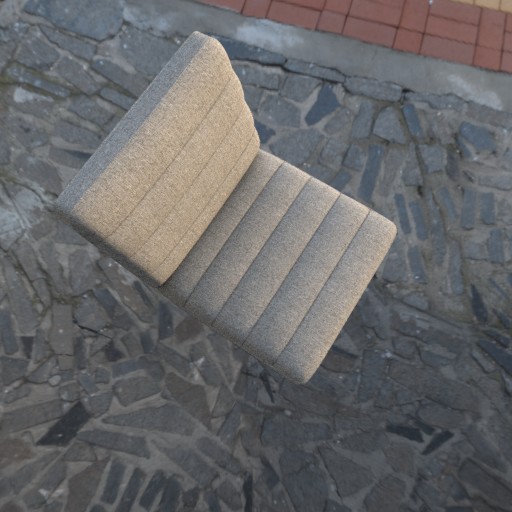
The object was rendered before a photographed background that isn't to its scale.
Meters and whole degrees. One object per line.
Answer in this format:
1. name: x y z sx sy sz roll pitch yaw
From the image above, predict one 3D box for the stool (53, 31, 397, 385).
1. stool: 0.000 0.000 1.209 0.560 0.940 0.460 32 78 8
